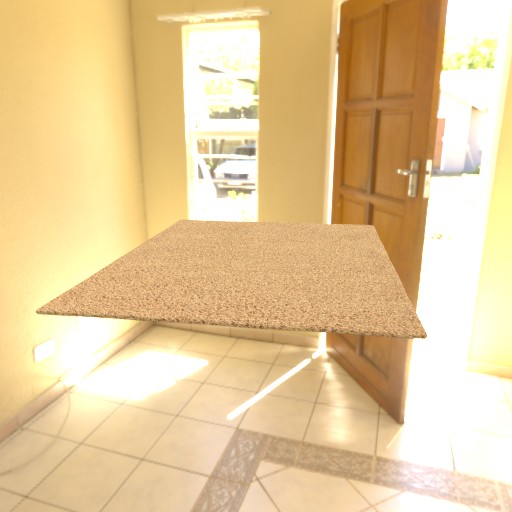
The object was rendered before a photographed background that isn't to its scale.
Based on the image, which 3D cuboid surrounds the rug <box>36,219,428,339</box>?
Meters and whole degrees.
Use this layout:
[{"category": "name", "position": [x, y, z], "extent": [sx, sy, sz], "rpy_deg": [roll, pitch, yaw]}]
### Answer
[{"category": "rug", "position": [0.000, 0.000, 4.127], "extent": [2.438, 0.029, 3.047], "rpy_deg": [2, 16, 8]}]
